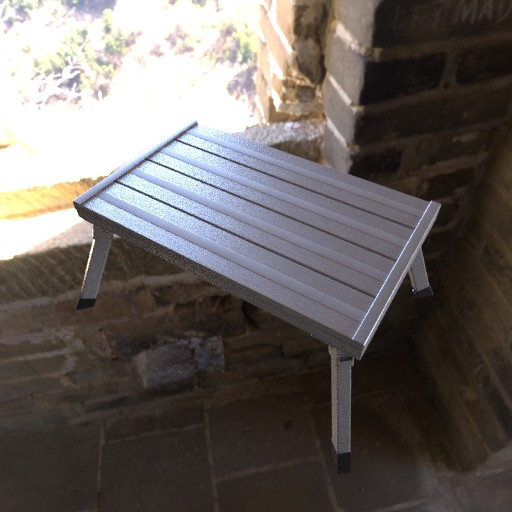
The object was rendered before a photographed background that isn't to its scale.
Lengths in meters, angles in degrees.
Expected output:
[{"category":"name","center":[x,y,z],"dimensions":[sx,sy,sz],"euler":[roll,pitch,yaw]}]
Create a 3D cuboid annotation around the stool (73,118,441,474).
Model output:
[{"category":"stool","center":[0.000,0.000,0.722],"dimensions":[0.535,0.225,0.385],"euler":[25,51,22]}]
